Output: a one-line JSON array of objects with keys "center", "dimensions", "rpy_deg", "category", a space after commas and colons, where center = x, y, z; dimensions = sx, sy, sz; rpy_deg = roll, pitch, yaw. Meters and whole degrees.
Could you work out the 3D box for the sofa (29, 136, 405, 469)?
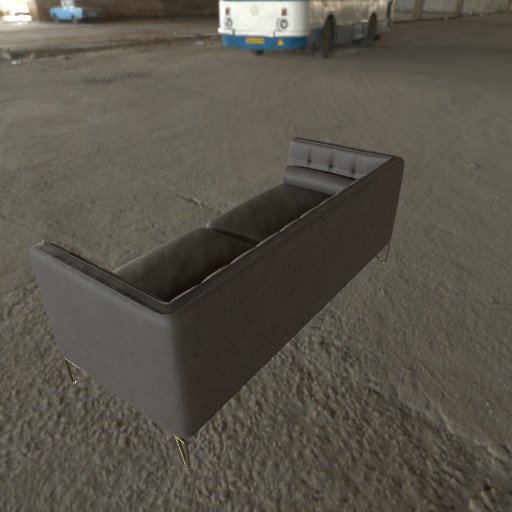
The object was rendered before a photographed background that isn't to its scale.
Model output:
[{"center": [0.000, 0.000, 2.518], "dimensions": [0.867, 0.789, 2.087], "rpy_deg": [21, 36, 31], "category": "sofa"}]
